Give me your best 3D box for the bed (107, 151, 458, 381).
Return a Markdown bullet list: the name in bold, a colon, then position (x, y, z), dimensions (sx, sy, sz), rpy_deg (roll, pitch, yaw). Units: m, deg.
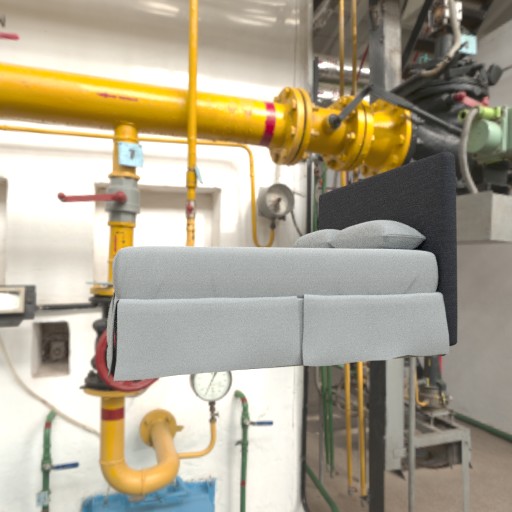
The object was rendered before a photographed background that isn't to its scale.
- **bed**: position (0.000, 0.000, 3.360), dimensions (2.142, 1.330, 1.884), rpy_deg (0, -2, -18)
